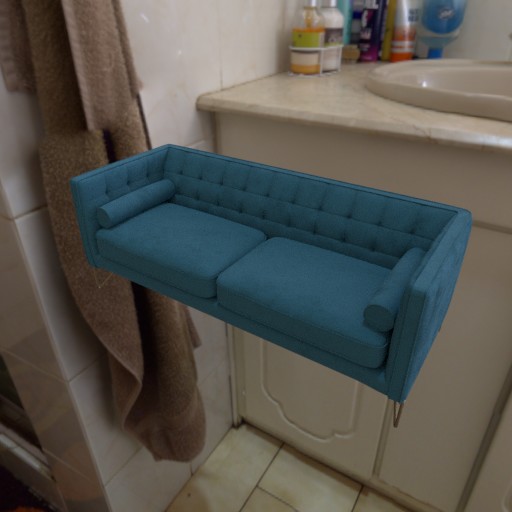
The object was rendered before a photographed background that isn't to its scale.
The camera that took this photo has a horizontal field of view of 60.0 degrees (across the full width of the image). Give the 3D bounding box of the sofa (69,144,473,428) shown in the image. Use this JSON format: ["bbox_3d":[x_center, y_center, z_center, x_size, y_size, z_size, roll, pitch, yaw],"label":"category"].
[{"bbox_3d":[0.000,0.000,2.573,2.087,0.789,0.867,19,36,28],"label":"sofa"}]
